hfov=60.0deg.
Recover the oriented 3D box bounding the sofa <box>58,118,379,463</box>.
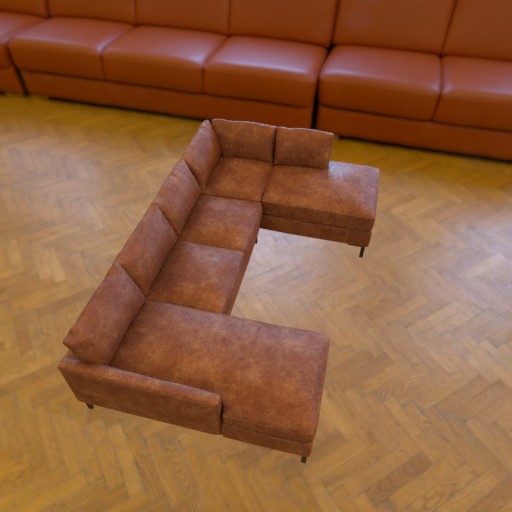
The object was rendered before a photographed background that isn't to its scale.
[{"bbox_3d":[0.000,0.000,3.827,1.939,0.900,2.956,10,47,10],"label":"sofa"}]
